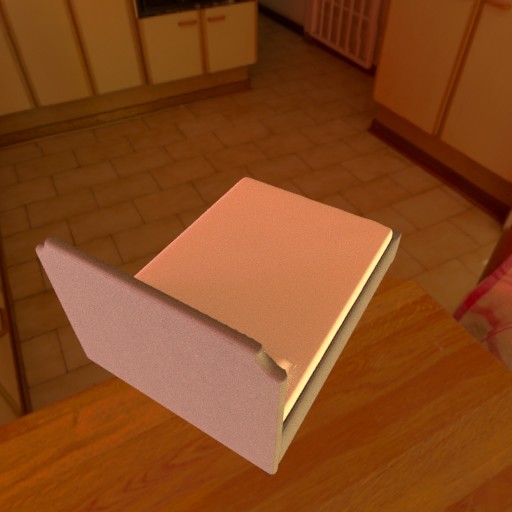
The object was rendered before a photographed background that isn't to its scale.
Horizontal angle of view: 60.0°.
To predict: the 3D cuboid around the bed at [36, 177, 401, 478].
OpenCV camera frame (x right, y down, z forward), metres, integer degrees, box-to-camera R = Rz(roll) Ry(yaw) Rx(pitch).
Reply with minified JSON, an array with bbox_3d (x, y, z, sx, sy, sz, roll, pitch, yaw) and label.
[{"bbox_3d":[0.000,0.000,3.452,1.712,1.443,2.372,23,49,22],"label":"bed"}]
